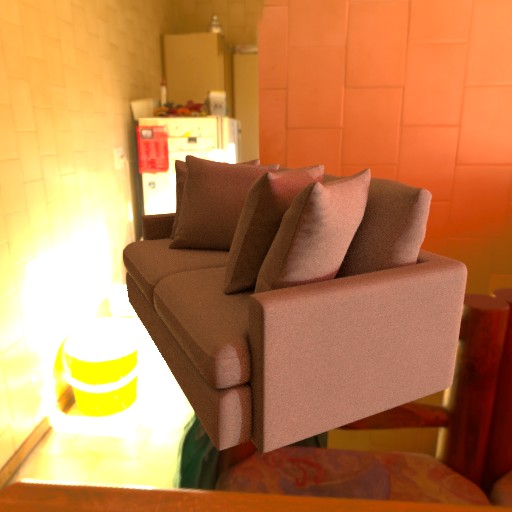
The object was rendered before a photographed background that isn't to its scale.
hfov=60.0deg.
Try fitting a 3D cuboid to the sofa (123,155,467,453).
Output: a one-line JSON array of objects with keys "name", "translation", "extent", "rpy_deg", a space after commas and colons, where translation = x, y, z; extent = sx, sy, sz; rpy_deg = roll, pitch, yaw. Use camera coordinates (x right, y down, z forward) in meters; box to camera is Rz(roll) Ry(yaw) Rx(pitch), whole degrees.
[{"name": "sofa", "translation": [0.000, 0.000, 2.536], "extent": [1.228, 1.080, 1.869], "rpy_deg": [-8, 18, -25]}]
